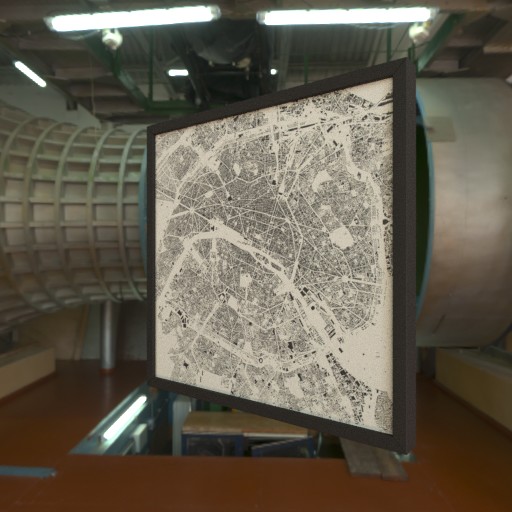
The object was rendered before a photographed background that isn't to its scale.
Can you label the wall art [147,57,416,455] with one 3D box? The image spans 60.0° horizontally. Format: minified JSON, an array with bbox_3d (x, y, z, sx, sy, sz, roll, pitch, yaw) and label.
[{"bbox_3d":[0.000,0.000,0.730,0.508,0.508,0.037,0,0,37],"label":"wall art"}]
